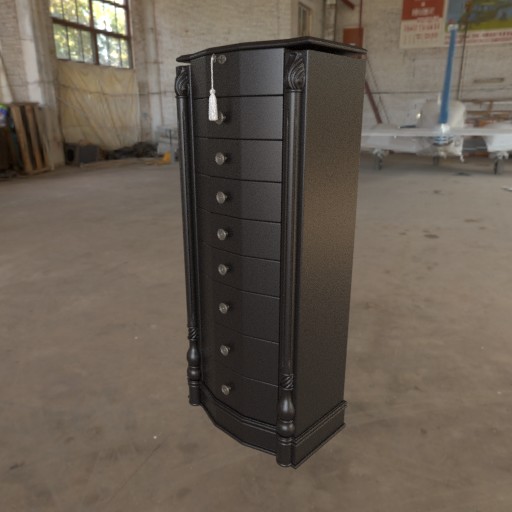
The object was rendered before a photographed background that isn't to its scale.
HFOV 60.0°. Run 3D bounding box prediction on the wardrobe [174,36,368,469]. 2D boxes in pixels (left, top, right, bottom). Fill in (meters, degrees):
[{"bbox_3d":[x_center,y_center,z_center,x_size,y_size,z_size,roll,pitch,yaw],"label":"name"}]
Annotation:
[{"bbox_3d":[0.000,0.000,1.189,0.444,1.011,0.295,16,23,41],"label":"wardrobe"}]
